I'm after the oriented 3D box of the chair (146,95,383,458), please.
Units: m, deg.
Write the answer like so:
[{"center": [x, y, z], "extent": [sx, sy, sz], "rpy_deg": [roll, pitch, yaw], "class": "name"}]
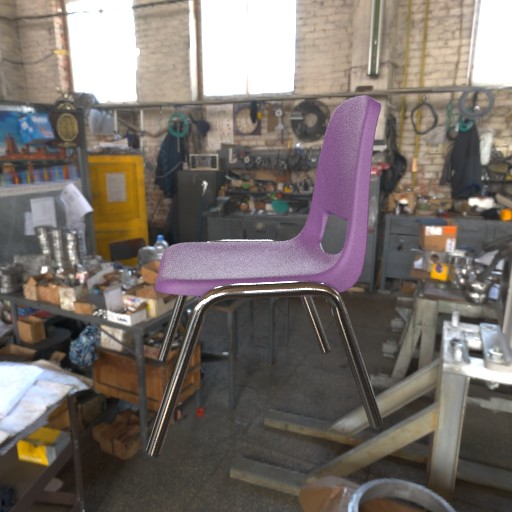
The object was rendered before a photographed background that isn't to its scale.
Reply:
[{"center": [0.000, 0.000, 0.851], "extent": [0.419, 0.584, 0.356], "rpy_deg": [-2, 14, -9], "class": "chair"}]
